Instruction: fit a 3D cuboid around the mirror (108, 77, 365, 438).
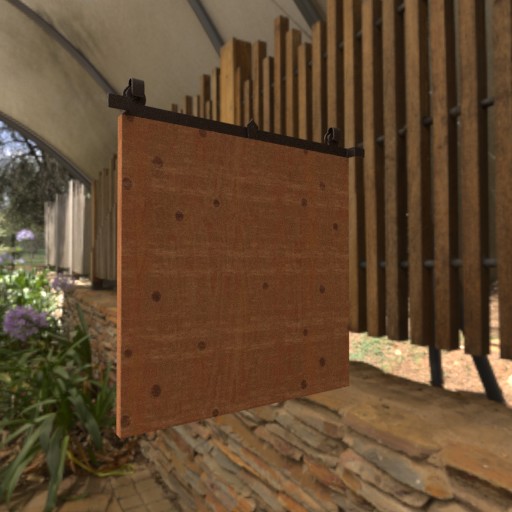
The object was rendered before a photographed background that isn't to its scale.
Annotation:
[{"bbox_3d":[0.000,0.000,1.190,0.805,0.800,0.054,1,-1,-35],"label":"mirror"}]
